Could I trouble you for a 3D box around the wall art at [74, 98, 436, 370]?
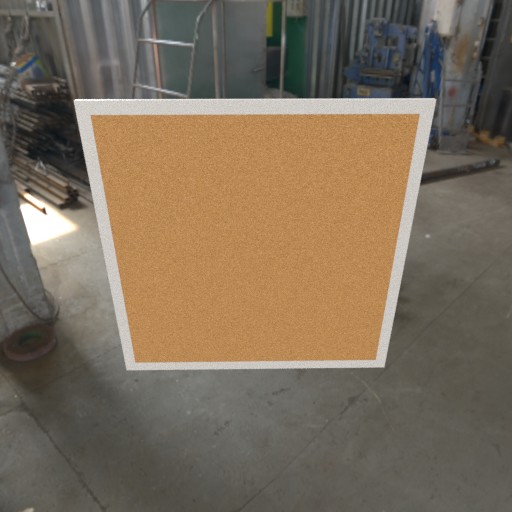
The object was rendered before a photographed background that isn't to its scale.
[{"bbox_3d":[0.000,0.000,0.825,0.558,0.559,0.009,0,30,-1],"label":"wall art"}]
